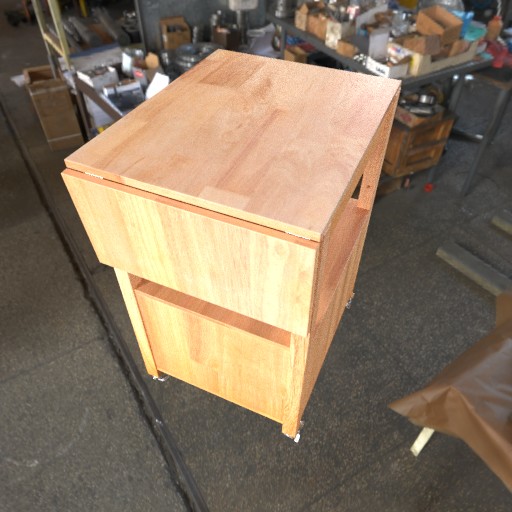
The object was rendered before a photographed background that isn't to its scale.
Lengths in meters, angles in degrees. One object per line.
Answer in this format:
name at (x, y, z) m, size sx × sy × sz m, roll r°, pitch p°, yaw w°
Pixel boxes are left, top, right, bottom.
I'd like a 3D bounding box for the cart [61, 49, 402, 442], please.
cart at (0.000, 0.000, 1.234) m, size 0.508 × 0.838 × 0.640 m, roll 18°, pitch 47°, yaw 17°
